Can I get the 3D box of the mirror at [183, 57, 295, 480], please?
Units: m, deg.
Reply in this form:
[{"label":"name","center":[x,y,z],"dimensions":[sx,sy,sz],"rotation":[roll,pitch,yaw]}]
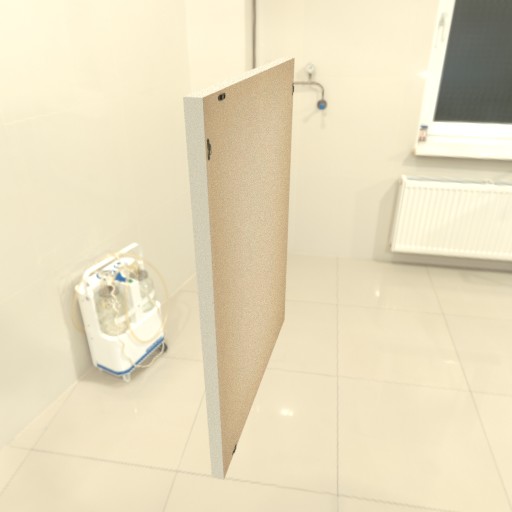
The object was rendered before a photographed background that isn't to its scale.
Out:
[{"label":"mirror","center":[0.000,0.000,1.313],"dimensions":[0.041,1.016,0.762],"rotation":[8,30,14]}]
